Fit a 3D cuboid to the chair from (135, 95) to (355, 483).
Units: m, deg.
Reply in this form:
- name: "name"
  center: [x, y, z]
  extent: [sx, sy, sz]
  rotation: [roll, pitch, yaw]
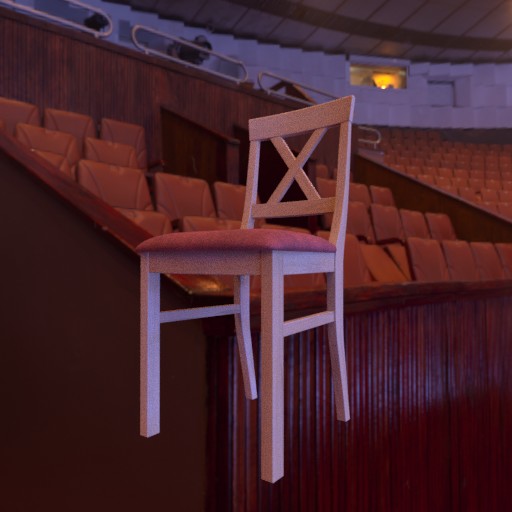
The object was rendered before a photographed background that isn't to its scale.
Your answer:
- name: "chair"
  center: [0.000, 0.000, 1.183]
  extent: [0.439, 0.912, 0.492]
  rotation: [0, -1, 37]
